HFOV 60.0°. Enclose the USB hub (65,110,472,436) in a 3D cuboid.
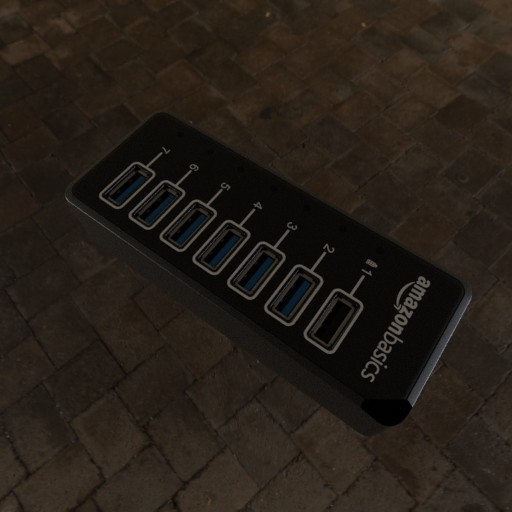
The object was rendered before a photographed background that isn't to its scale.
[{"bbox_3d":[0.000,0.000,0.131,0.110,0.023,0.044,33,66,16],"label":"USB hub"}]
